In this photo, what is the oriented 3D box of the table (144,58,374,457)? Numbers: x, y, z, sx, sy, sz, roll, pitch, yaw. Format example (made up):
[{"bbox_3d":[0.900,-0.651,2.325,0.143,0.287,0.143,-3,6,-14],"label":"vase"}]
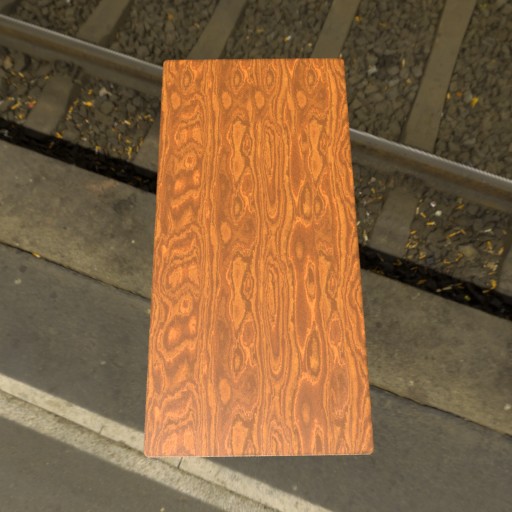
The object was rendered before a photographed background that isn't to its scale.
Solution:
[{"bbox_3d":[0.000,0.000,2.290,0.883,0.753,1.791,-1,74,0],"label":"table"}]
